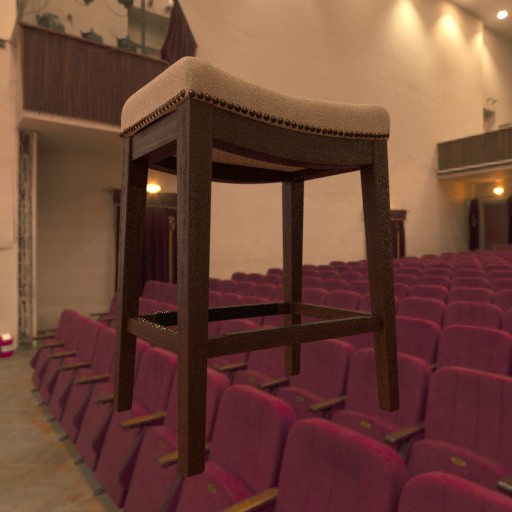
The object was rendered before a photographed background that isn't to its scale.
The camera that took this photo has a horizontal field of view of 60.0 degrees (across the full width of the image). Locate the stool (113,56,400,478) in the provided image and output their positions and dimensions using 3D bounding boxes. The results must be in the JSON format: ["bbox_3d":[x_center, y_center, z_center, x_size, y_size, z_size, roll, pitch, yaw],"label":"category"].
[{"bbox_3d":[0.000,0.000,0.960,0.509,0.669,0.363,-1,1,-35],"label":"stool"}]
